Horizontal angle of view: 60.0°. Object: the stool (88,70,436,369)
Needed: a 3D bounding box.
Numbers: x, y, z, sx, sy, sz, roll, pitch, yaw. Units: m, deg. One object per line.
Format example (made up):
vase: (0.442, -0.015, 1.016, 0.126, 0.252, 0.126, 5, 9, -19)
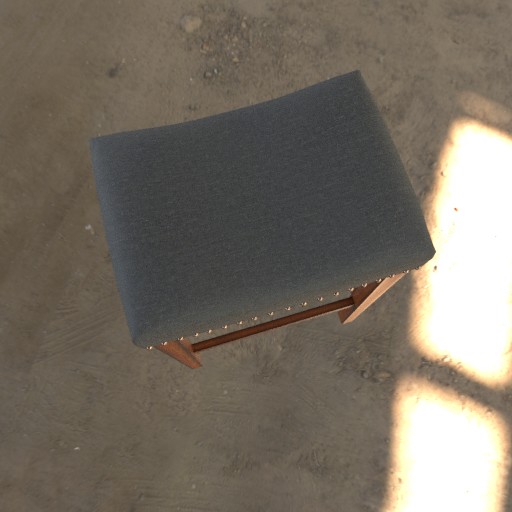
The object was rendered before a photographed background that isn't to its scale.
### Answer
stool: (0.000, 0.000, 1.028, 0.502, 0.748, 0.366, -16, 75, -4)
